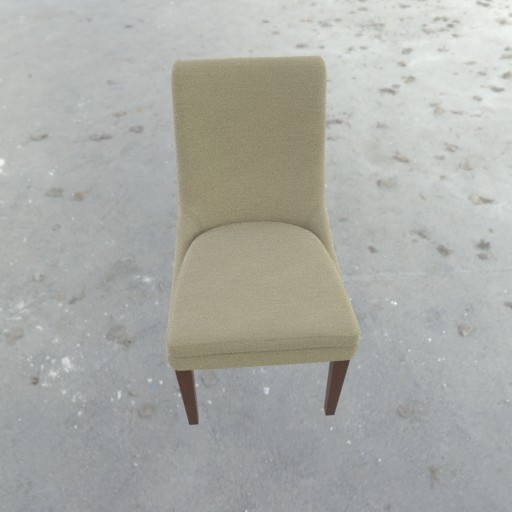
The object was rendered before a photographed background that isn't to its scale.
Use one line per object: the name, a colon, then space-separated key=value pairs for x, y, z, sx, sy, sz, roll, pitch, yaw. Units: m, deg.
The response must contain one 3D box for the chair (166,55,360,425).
chair: x=0.000 y=0.000 z=1.326 sx=0.515 sy=0.940 sz=0.638 roll=-3 pitch=47 yaw=-3
